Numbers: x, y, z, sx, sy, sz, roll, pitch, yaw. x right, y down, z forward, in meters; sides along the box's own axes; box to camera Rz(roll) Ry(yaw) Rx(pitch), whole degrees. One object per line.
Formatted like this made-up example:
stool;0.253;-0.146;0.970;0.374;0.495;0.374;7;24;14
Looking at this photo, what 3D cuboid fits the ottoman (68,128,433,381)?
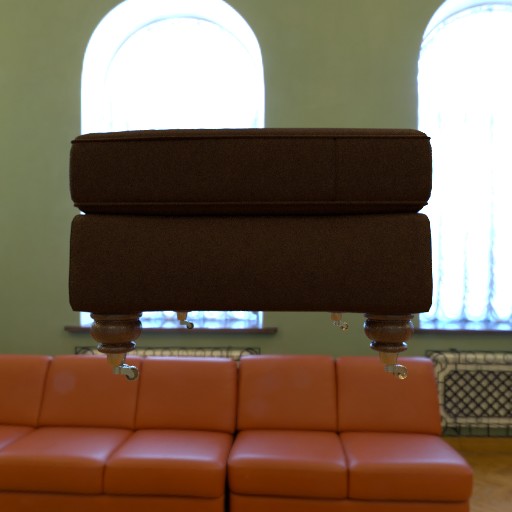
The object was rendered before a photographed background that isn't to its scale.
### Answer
ottoman;0.000;0.000;1.731;0.967;0.730;1.187;0;-1;2
